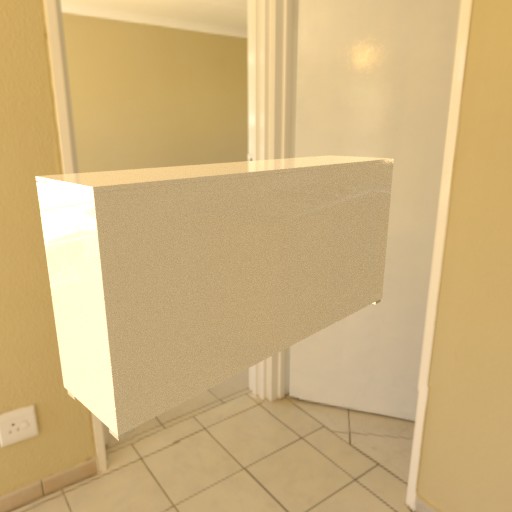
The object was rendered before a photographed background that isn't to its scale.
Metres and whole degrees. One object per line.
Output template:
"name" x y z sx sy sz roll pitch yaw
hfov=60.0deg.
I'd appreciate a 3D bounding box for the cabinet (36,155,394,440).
"cabinet" 0.000 0.000 1.989 0.400 0.800 1.650 15 22 42
